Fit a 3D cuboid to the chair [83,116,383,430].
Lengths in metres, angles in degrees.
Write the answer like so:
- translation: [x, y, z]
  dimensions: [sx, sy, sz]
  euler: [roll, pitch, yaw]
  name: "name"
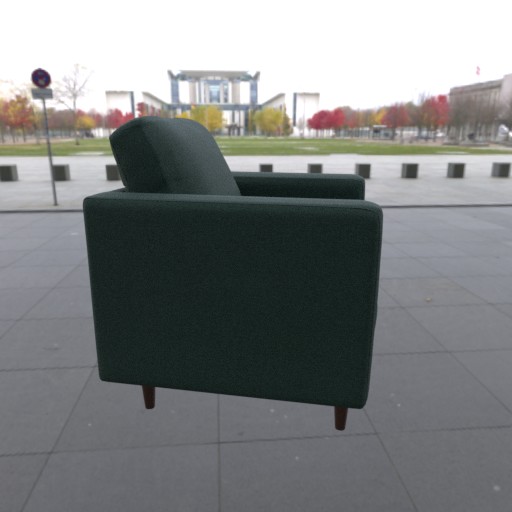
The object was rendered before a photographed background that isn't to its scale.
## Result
- translation: [0.000, 0.000, 1.547]
  dimensions: [0.800, 0.927, 0.855]
  euler: [3, 16, 10]
  name: "chair"
